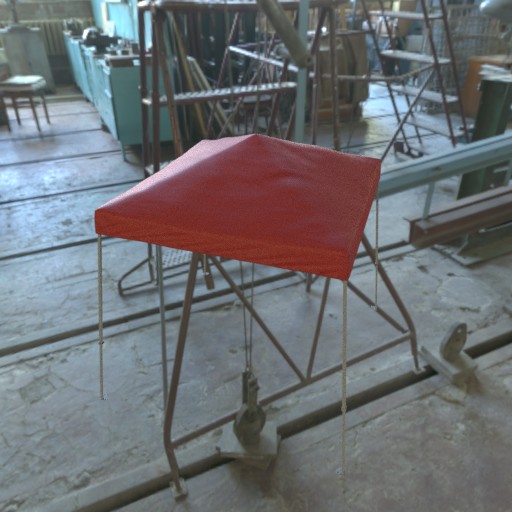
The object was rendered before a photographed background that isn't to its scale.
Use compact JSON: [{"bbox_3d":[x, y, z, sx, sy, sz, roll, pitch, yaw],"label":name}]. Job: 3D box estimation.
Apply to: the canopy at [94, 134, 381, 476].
[{"bbox_3d":[0.000,0.000,6.523,3.600,3.600,3.599,10,33,17],"label":"canopy"}]
